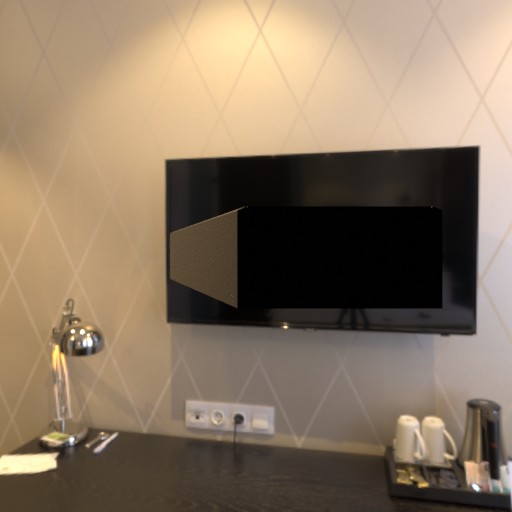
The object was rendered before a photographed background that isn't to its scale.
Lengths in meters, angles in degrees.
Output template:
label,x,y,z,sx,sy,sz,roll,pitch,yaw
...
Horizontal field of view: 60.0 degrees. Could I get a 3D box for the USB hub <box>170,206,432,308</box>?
label,x,y,z,sx,sy,sz,roll,pitch,yaw
USB hub,0.000,0.000,0.158,0.044,0.023,0.145,0,0,-18
